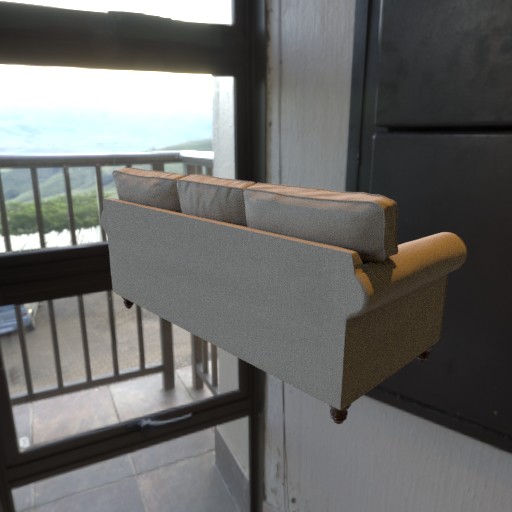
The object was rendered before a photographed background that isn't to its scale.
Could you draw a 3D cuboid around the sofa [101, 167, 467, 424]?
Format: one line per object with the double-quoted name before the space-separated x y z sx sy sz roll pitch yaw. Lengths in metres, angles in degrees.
"sofa" 0.000 0.000 2.605 0.916 0.961 2.084 -15 21 -42
